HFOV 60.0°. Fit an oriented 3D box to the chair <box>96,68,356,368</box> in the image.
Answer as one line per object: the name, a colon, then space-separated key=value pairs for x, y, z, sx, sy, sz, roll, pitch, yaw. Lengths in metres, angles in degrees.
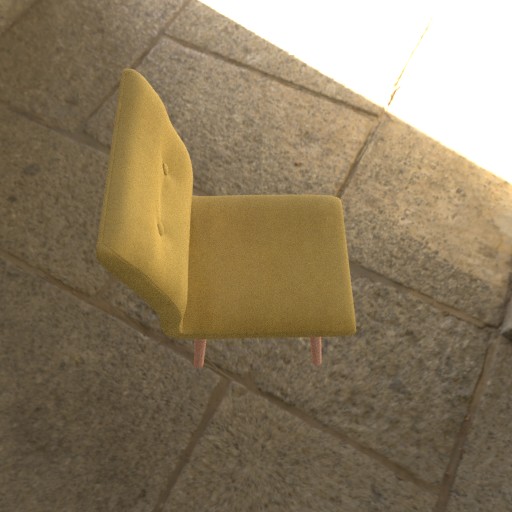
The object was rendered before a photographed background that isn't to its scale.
chair: x=0.000 y=0.000 z=1.269 sx=0.550 sy=0.965 sz=0.450 roll=-1 pitch=65 yaw=0
